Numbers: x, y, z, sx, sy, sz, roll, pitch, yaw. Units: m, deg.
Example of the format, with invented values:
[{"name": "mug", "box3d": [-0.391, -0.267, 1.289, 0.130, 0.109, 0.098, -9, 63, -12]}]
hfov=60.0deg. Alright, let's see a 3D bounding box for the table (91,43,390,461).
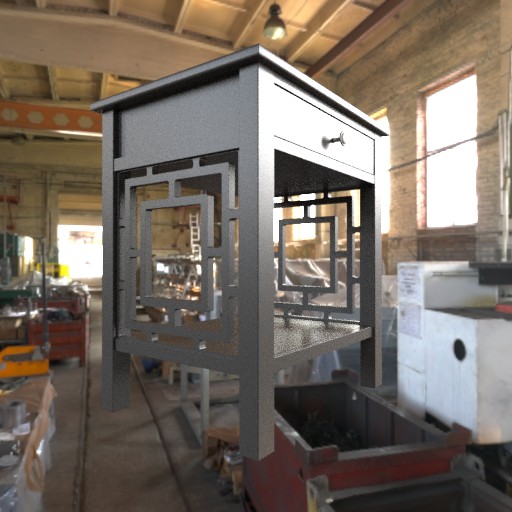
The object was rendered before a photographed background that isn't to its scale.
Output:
[{"name": "table", "box3d": [0.000, 0.000, 1.025, 0.451, 0.646, 0.564, 0, 0, 36]}]
